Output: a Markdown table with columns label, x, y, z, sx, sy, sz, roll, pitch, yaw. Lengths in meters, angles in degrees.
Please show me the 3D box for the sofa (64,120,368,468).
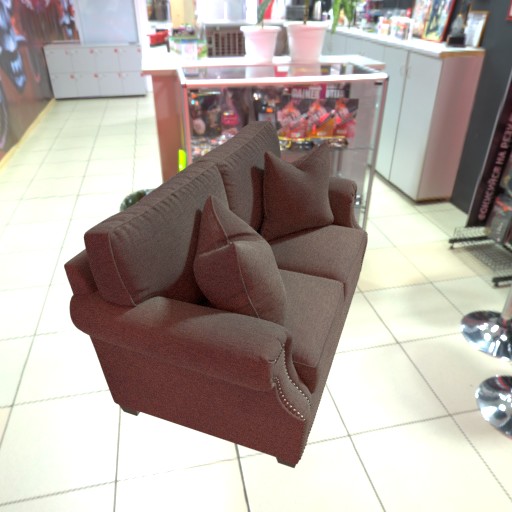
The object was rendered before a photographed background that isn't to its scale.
| label | x | y | z | sx | sy | sz | roll | pitch | yaw |
| --- | --- | --- | --- | --- | --- | --- | --- | --- | --- |
| sofa | 0.000 | 0.000 | 2.256 | 0.966 | 0.966 | 1.701 | 11 | 33 | 17 |
